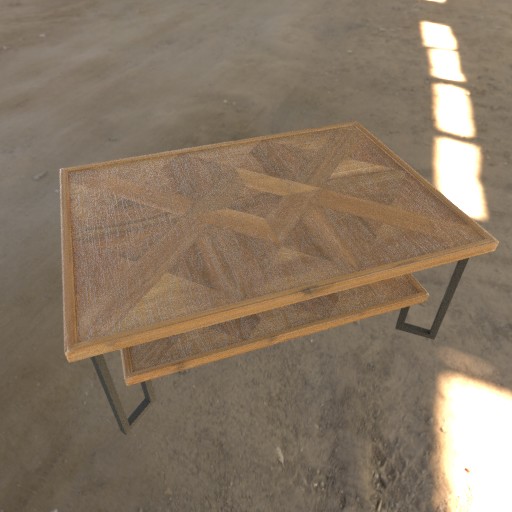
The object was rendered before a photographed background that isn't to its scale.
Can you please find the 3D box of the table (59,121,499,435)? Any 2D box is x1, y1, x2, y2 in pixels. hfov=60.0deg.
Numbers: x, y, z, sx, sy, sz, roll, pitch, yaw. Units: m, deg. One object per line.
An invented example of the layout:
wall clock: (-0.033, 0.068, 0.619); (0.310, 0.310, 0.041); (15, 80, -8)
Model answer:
table: (0.000, 0.000, 1.644); (1.238, 0.492, 0.877); (-13, 43, -14)
